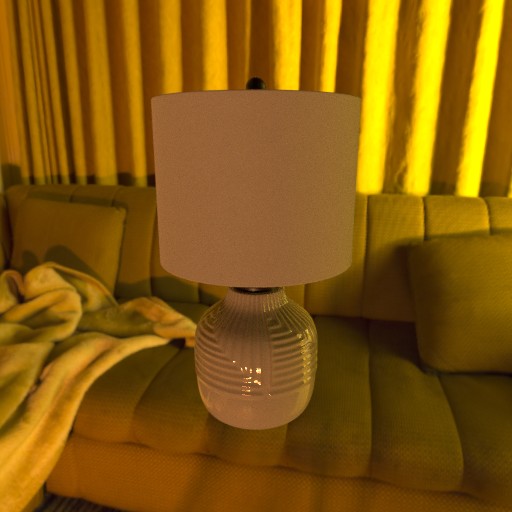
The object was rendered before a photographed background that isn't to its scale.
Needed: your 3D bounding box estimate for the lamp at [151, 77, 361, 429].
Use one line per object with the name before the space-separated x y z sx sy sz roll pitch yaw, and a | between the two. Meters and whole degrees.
lamp | 0.000 0.000 0.751 0.318 0.567 0.318 0 15 0
